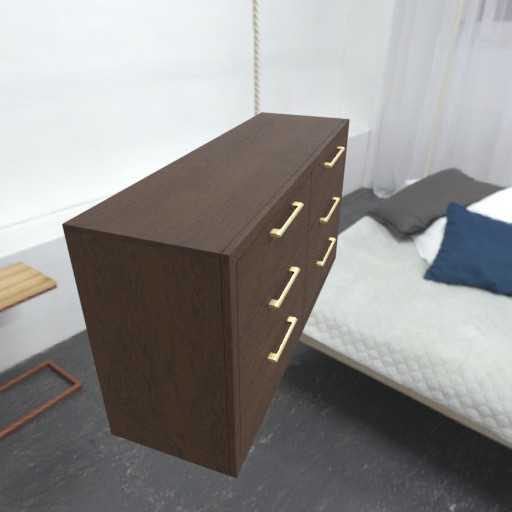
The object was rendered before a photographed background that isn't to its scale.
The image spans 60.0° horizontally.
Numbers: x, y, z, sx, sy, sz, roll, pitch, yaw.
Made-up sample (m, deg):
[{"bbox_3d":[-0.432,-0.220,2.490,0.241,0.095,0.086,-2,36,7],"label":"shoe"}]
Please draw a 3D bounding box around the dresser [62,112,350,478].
[{"bbox_3d":[0.000,0.000,1.919,0.512,0.889,1.523,10,31,18],"label":"dresser"}]
